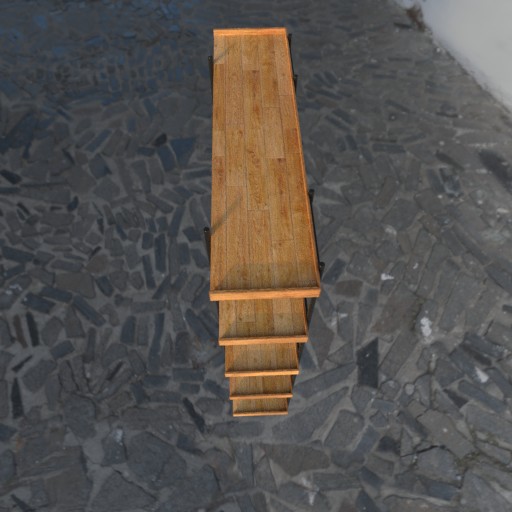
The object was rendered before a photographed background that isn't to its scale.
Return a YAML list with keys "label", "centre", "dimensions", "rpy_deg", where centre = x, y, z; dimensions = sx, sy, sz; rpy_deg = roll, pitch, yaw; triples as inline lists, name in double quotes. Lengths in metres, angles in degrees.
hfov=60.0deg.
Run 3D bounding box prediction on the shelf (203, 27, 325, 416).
- label: "shelf"
  centre: [0.000, 0.000, 2.458]
  dimensions: [0.379, 1.826, 1.371]
  rpy_deg: [-2, 58, -1]
